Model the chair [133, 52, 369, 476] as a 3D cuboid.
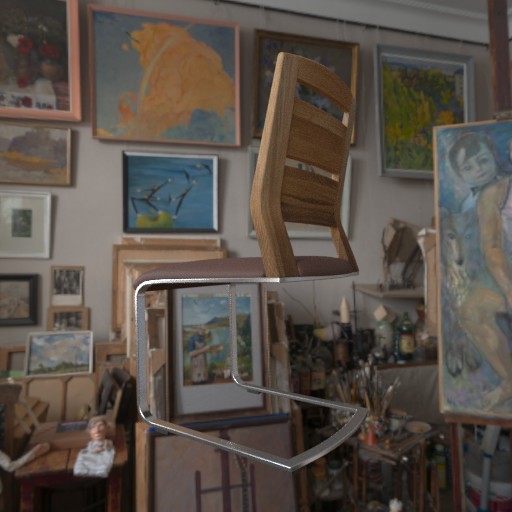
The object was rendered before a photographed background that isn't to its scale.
[{"bbox_3d":[0.000,0.000,1.303,0.570,0.970,0.460,0,0,35],"label":"chair"}]
